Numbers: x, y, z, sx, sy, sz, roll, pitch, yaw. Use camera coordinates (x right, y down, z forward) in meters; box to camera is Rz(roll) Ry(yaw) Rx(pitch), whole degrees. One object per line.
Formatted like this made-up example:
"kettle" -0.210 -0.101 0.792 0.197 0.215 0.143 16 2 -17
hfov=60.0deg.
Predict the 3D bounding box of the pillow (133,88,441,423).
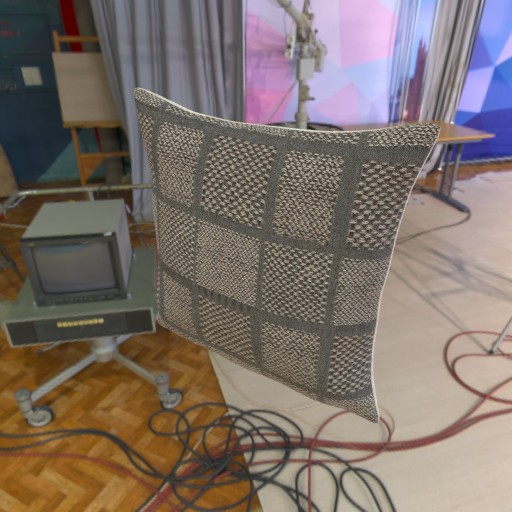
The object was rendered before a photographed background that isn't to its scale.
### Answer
"pillow" 0.000 0.000 0.649 0.435 0.432 0.138 17 33 28
